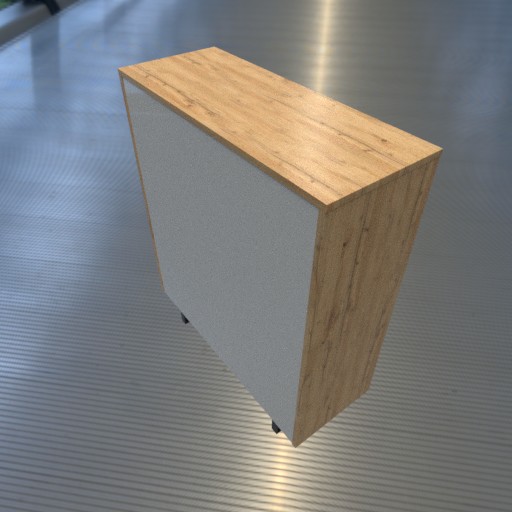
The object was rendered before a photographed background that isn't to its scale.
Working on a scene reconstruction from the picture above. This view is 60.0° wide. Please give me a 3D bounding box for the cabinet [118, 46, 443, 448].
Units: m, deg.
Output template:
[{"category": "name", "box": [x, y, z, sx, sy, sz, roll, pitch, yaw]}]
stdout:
[{"category": "cabinet", "box": [0.000, 0.000, 1.960, 0.473, 1.397, 1.168, -27, 48, -27]}]
